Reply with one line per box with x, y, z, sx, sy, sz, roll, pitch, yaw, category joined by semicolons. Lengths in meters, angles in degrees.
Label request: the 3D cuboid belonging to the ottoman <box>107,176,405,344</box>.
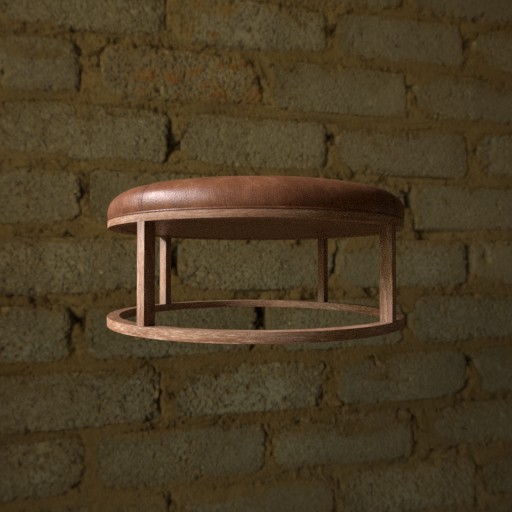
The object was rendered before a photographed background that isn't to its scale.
0.000;0.000;1.567;1.006;0.445;1.006;0;-1;0;ottoman
